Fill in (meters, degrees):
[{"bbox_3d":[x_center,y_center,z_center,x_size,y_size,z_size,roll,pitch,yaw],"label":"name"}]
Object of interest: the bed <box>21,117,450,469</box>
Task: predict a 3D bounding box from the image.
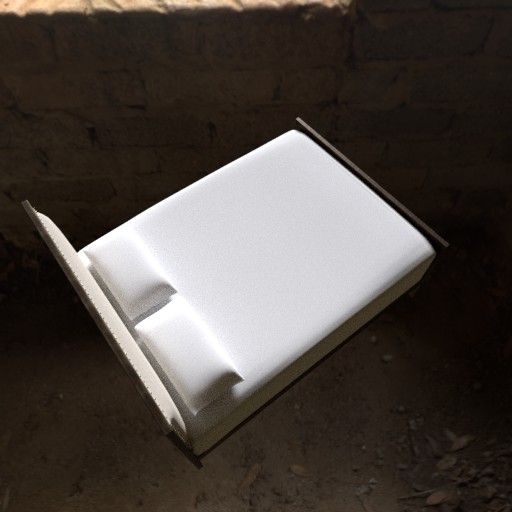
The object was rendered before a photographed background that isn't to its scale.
[{"bbox_3d":[0.000,0.000,3.158,2.221,1.313,1.607,-33,64,-19],"label":"bed"}]
